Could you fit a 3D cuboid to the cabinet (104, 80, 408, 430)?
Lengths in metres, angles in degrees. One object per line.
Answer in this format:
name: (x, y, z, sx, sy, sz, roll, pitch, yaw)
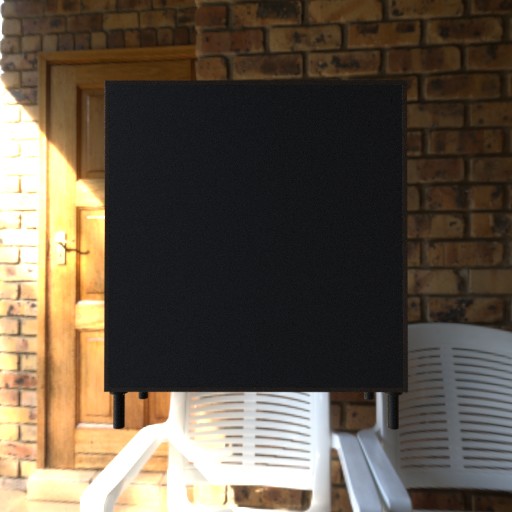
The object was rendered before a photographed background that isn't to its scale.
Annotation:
cabinet: (0.000, 0.000, 1.674, 1.010, 1.170, 0.400, 0, -1, 0)
